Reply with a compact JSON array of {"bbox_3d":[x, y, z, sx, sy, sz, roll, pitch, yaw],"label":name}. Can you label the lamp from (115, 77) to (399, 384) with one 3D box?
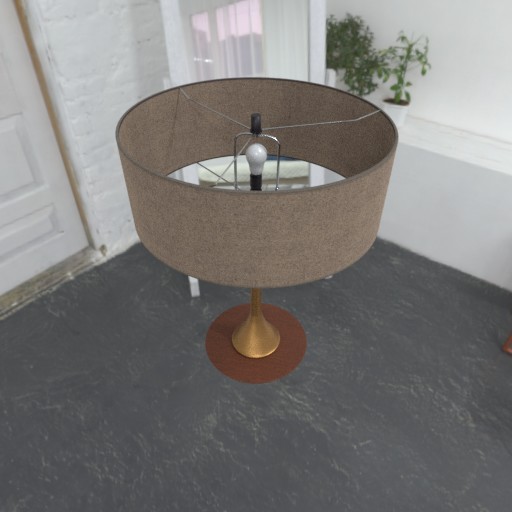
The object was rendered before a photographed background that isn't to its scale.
[{"bbox_3d":[0.000,0.000,0.839,0.417,0.551,0.396,11,41,12],"label":"lamp"}]
